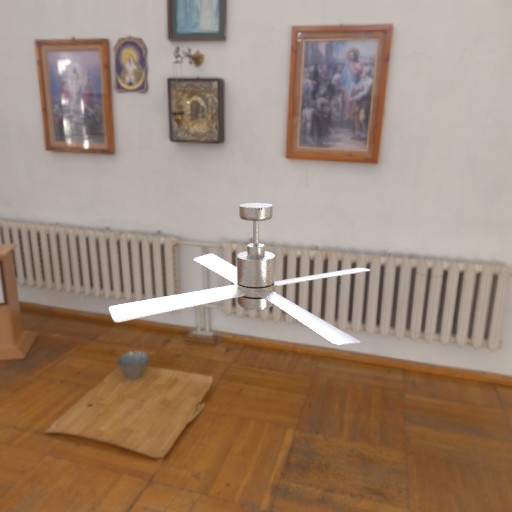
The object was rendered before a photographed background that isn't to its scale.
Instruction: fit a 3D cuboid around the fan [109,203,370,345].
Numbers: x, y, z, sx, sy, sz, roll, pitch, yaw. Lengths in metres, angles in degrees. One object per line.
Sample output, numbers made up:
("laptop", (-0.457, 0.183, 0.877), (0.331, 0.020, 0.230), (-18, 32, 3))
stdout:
("fan", (0.000, 0.000, 2.346), (1.525, 0.539, 1.525), (-8, 17, -27))
